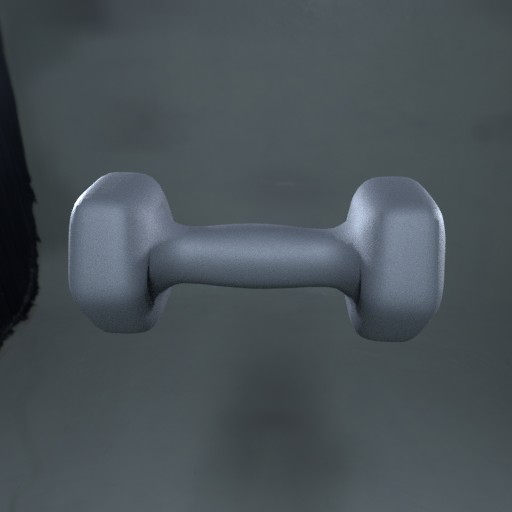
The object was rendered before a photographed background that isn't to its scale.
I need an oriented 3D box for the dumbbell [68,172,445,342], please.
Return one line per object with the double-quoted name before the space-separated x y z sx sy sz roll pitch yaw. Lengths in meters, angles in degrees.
"dumbbell" 0.000 0.000 0.310 0.240 0.105 0.116 2 30 3
